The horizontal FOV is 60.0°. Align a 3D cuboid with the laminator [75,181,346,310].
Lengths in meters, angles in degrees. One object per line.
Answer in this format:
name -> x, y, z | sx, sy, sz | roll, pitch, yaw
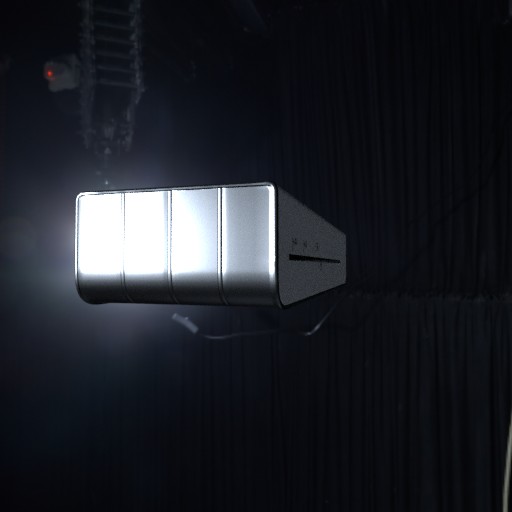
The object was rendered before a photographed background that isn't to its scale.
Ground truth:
laminator -> 0.000, 0.000, 0.385 | 0.123, 0.062, 0.340 | 0, -1, 17
